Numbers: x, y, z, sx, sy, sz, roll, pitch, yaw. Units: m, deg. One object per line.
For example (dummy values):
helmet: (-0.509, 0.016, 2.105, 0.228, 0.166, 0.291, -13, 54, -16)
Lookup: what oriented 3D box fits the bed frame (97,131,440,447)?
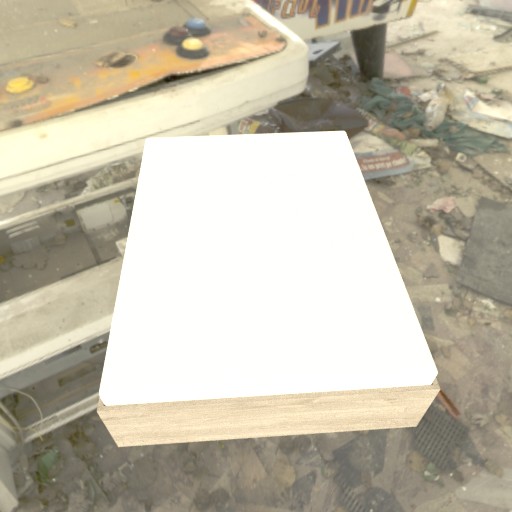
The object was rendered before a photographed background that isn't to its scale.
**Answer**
bed frame: (0.000, 0.000, 2.632, 1.448, 0.490, 1.944, -3, 47, -3)
